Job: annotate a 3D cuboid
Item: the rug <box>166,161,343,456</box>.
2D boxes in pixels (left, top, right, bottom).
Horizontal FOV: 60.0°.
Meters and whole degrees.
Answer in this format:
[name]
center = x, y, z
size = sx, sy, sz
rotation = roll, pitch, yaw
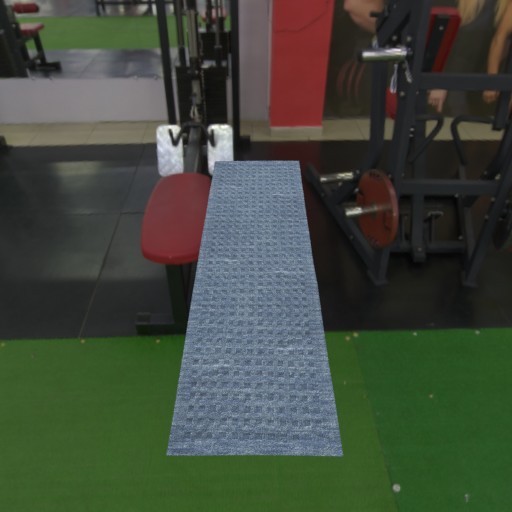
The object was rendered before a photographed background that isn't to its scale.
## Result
[rug]
center = 0.000, 0.000, 2.664
size = 0.688, 0.008, 2.443
rotation = 0, 39, 0
